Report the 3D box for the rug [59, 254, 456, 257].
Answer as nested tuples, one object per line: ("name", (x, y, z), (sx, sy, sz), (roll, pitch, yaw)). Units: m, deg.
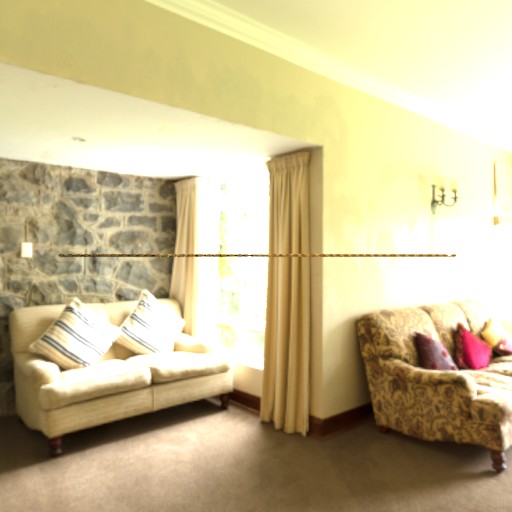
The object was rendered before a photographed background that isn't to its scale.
("rug", (0.000, 0.000, 2.928), (1.600, 0.013, 2.312), (0, 0, 0))
